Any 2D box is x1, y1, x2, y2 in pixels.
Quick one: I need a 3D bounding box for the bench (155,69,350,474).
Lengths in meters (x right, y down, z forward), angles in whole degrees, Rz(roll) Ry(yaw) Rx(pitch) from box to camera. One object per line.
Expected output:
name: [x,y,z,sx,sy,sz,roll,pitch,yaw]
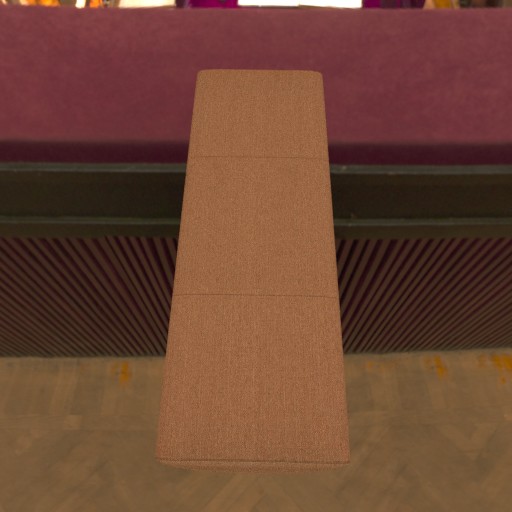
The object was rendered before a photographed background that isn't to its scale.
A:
bench: [0.000,0.000,1.441,0.446,0.438,1.269,1,63,0]
